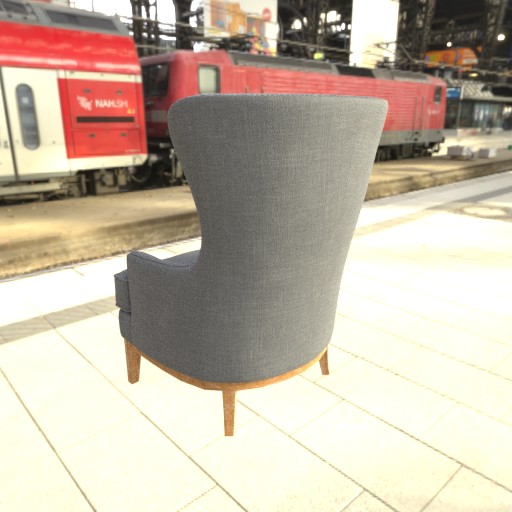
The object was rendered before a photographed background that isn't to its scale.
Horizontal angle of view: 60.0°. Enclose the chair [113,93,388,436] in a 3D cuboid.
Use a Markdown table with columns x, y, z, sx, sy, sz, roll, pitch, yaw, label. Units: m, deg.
| x | y | z | sx | sy | sz | roll | pitch | yaw | label |
| --- | --- | --- | --- | --- | --- | --- | --- | --- | --- |
| 0.000 | 0.000 | 1.761 | 0.864 | 1.176 | 0.883 | -16 | 24 | -42 | chair |
